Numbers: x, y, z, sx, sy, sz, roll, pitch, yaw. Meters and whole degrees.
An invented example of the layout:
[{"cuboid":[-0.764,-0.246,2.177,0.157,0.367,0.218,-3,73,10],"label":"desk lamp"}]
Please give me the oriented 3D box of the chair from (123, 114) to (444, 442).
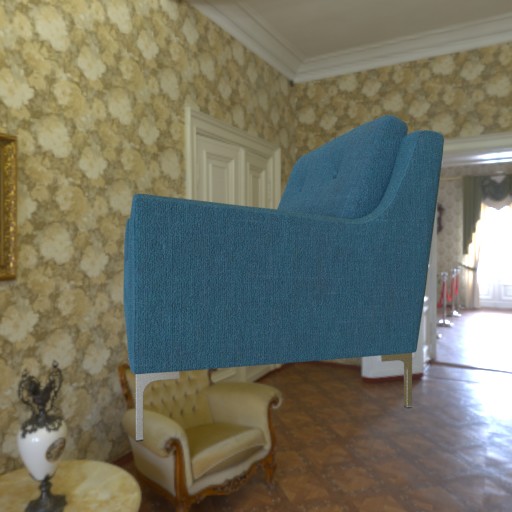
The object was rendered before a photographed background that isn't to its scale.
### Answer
[{"cuboid":[0.000,0.000,1.493,0.849,0.828,0.847,0,1,-17],"label":"chair"}]
